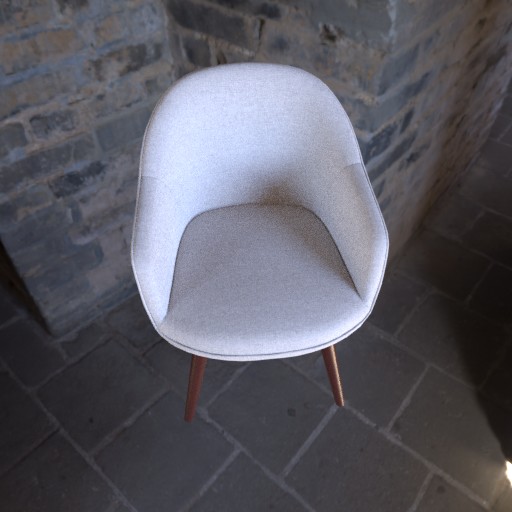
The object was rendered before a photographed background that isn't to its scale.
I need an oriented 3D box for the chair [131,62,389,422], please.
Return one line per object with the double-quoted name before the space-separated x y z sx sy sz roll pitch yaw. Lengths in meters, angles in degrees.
"chair" 0.000 0.000 1.236 0.596 0.823 0.635 -4 46 -4
